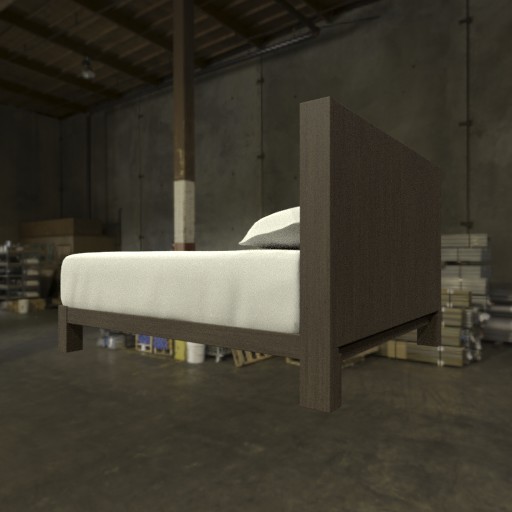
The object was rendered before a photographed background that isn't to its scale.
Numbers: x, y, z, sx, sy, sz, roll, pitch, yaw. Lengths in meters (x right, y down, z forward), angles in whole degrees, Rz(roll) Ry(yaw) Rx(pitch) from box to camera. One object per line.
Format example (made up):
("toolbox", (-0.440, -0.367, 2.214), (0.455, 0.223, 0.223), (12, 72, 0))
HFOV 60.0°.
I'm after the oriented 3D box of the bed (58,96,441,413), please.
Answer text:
("bed", (0.000, 0.000, 3.041), (1.992, 1.261, 1.735), (0, 0, 36))
